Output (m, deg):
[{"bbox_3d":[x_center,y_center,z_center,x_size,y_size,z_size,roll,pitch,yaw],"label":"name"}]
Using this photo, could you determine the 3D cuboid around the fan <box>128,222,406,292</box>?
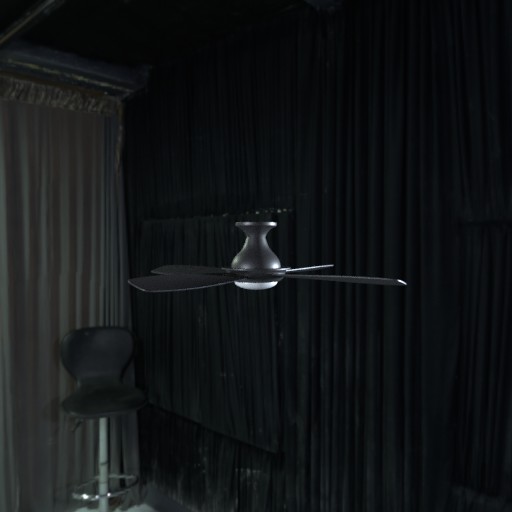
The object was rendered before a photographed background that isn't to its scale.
[{"bbox_3d":[0.000,0.000,2.540,1.694,0.382,1.694,1,2,37],"label":"fan"}]
